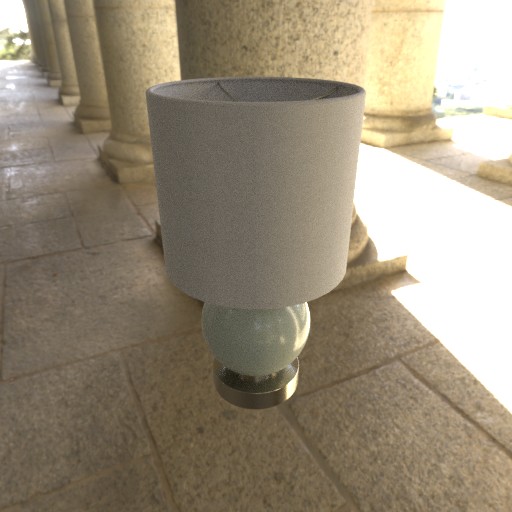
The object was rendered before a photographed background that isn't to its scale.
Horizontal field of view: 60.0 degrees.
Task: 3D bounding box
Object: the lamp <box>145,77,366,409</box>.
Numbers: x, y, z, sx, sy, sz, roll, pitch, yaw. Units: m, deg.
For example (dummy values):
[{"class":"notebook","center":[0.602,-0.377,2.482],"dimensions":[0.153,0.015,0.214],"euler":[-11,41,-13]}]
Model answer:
[{"class":"lamp","center":[0.000,0.000,0.492],"dimensions":[0.201,0.353,0.201],"euler":[18,32,30]}]
